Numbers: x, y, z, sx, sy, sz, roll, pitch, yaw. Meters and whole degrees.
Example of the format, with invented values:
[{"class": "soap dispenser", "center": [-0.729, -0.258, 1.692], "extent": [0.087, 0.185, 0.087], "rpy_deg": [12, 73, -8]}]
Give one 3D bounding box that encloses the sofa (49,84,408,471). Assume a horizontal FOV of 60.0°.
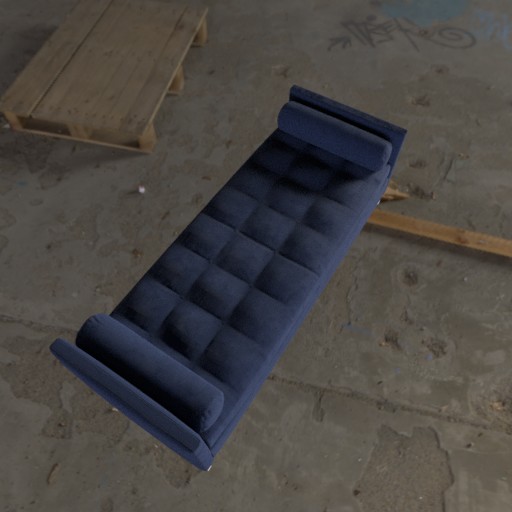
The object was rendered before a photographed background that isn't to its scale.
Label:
[{"class": "sofa", "center": [0.000, 0.000, 2.495], "extent": [0.797, 0.657, 2.102], "rpy_deg": [29, 62, 17]}]
